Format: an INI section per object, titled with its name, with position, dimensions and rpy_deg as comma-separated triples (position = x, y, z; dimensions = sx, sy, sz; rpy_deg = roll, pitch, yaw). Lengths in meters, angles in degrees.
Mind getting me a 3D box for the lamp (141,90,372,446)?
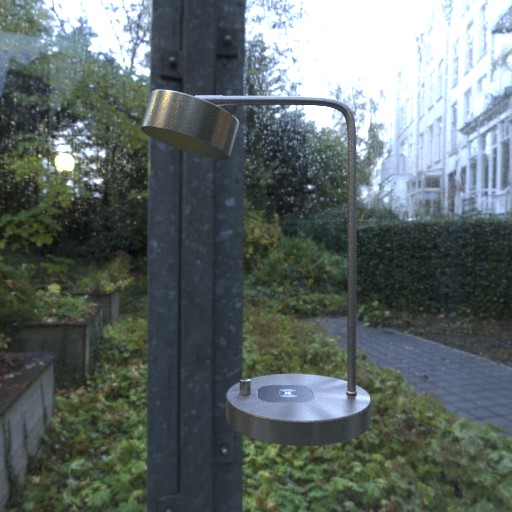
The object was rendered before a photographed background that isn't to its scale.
[lamp]
position = 0.000, 0.000, 0.651
dimensions = 0.334, 0.469, 0.211
rpy_deg = 0, 1, 1
